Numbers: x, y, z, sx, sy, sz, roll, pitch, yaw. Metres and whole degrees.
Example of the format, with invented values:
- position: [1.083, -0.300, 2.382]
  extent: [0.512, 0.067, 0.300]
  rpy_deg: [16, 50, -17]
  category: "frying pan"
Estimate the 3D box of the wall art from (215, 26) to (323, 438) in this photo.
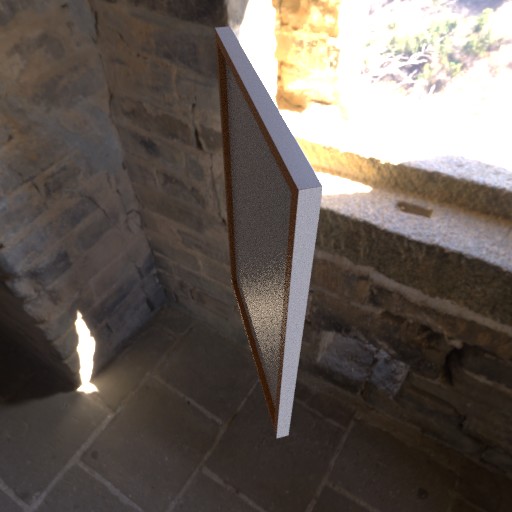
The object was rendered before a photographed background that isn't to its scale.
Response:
- position: [0.000, 0.000, 0.767]
  extent: [0.025, 0.608, 0.405]
  rpy_deg: [-11, 48, -10]
  category: "wall art"
